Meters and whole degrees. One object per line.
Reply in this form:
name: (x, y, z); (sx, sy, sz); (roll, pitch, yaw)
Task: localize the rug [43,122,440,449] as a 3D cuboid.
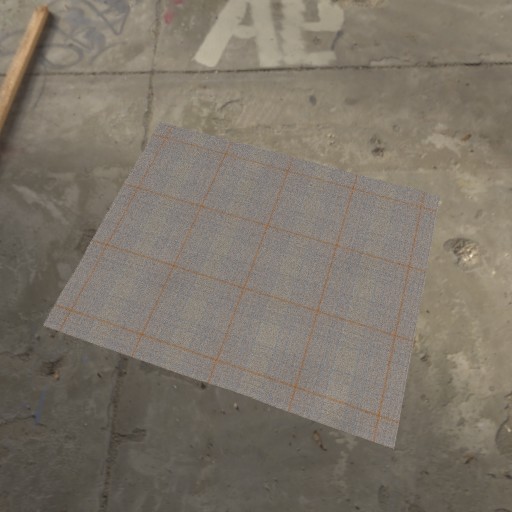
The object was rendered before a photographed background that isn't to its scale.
rug: (0.000, 0.000, 4.112); (3.051, 0.021, 2.448); (17, 65, 8)
